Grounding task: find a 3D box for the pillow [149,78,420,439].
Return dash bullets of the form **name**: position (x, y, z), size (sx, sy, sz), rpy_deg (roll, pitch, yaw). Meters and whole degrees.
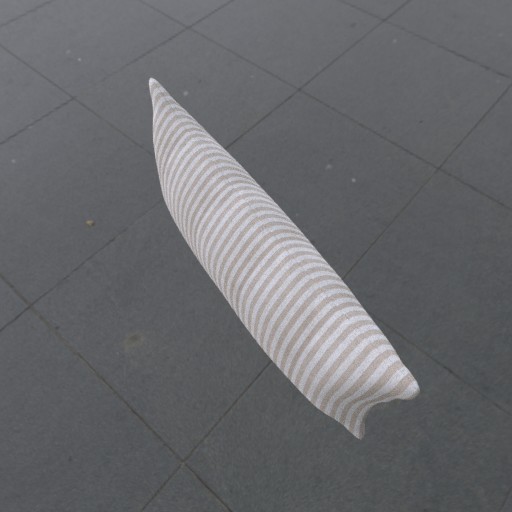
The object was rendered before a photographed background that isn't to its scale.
- **pillow**: position (0.000, 0.000, 0.720), size (0.151, 0.295, 0.617), rpy_deg (-30, 63, -17)
